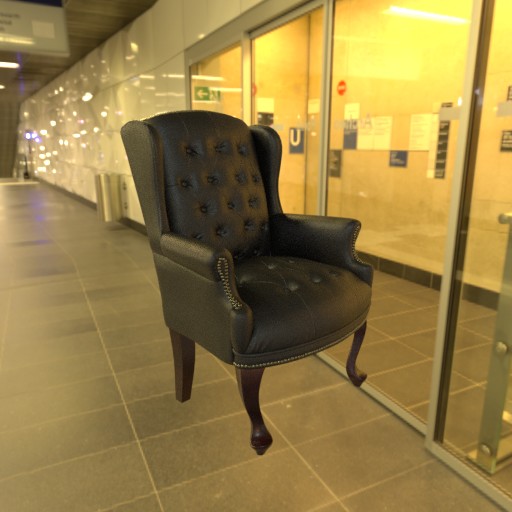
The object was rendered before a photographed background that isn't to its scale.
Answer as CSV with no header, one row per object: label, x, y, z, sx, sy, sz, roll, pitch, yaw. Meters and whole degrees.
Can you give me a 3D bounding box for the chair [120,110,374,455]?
chair,0.000,0.000,1.754,0.822,1.133,0.831,13,19,43
